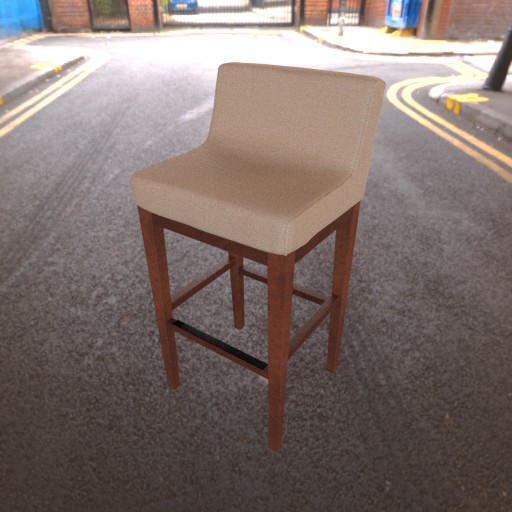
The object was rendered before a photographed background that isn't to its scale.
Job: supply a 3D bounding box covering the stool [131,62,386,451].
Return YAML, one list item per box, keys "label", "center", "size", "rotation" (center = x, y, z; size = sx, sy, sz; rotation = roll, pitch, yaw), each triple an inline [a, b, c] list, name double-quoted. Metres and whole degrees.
- label: "stool"
  center: [0.000, 0.000, 1.368]
  size: [0.511, 1.037, 0.500]
  rotation: [20, 36, 29]
